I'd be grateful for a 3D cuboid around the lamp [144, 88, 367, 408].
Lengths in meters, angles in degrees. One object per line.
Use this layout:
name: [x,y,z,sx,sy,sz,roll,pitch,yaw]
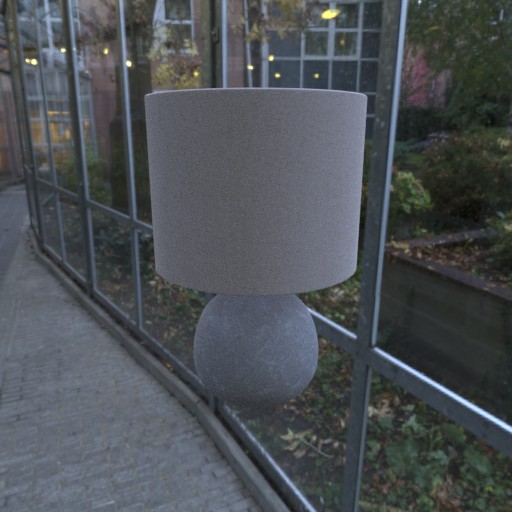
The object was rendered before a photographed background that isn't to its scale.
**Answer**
lamp: [0.000,0.000,0.606,0.269,0.409,0.269,-3,16,-10]
